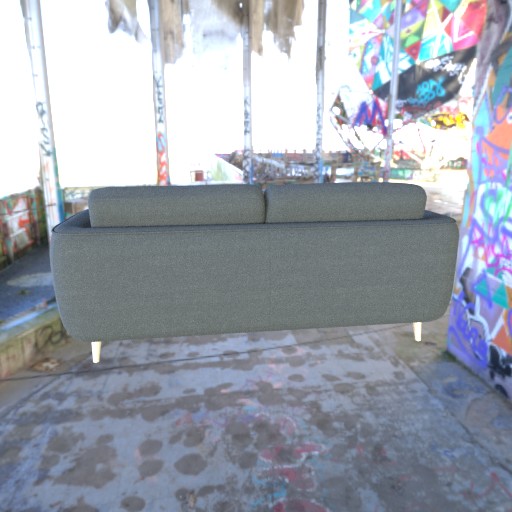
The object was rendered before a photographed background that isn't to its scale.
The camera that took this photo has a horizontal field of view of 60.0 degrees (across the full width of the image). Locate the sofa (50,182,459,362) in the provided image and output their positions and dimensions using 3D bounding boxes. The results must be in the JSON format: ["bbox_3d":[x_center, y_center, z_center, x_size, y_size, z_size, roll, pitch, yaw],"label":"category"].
[{"bbox_3d":[0.000,0.000,2.484,2.000,0.850,0.920,-2,14,-8],"label":"sofa"}]
